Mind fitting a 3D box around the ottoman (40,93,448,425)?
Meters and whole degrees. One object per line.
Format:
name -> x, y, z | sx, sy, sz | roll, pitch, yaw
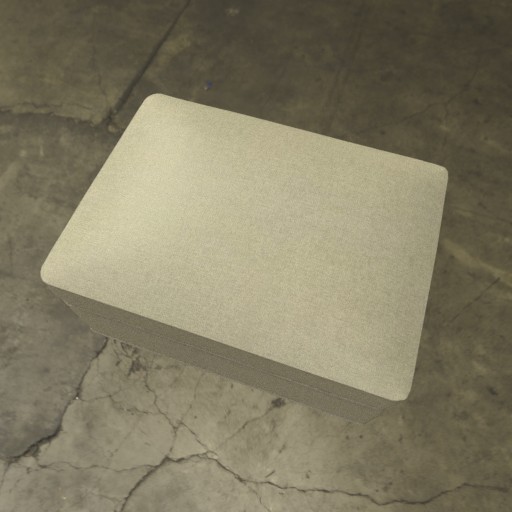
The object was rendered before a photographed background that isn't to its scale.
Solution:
ottoman -> 0.000, 0.000, 1.226 | 0.843, 0.504, 0.619 | 17, 65, 8
